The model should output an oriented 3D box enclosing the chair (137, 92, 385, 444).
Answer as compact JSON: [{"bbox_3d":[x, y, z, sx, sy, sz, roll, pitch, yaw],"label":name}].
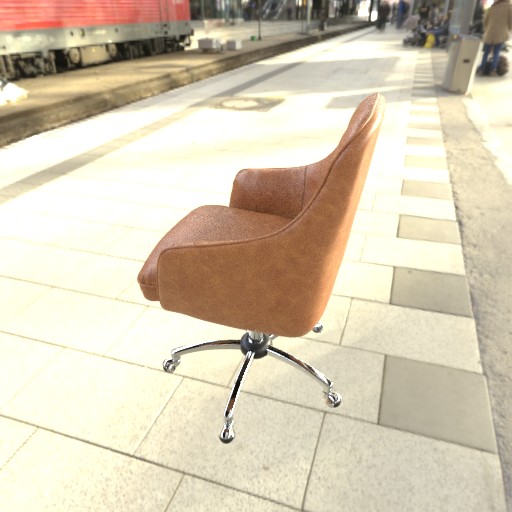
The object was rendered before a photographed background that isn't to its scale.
[{"bbox_3d":[0.000,0.000,1.300,0.615,0.909,0.628,8,30,14],"label":"chair"}]
